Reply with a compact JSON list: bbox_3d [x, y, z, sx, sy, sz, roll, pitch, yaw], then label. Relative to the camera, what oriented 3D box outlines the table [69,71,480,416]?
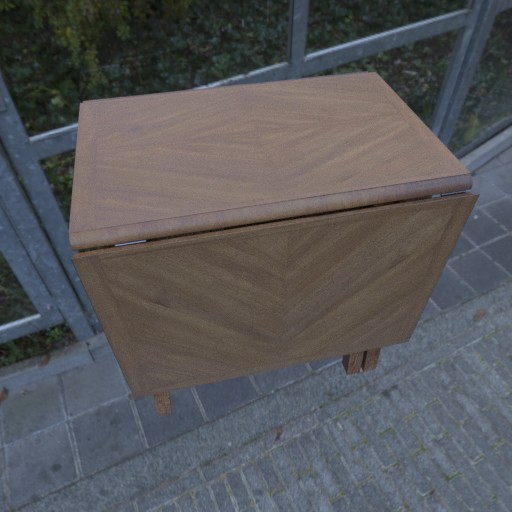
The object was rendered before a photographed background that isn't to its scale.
[{"bbox_3d":[0.000,0.000,1.587,0.967,0.981,0.701,-9,47,-9],"label":"table"}]
